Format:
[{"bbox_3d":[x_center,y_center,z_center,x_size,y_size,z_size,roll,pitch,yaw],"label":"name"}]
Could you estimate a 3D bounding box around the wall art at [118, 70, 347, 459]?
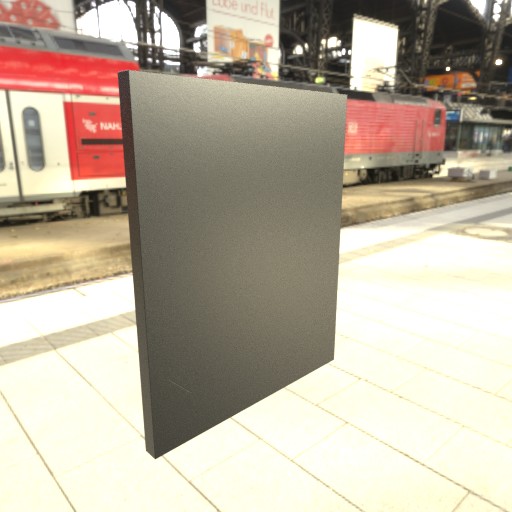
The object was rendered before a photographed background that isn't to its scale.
[{"bbox_3d":[0.000,0.000,0.772,0.457,0.557,0.028,-14,20,-42],"label":"wall art"}]
